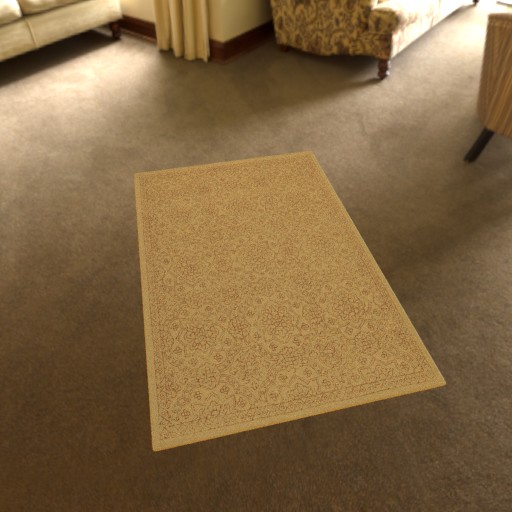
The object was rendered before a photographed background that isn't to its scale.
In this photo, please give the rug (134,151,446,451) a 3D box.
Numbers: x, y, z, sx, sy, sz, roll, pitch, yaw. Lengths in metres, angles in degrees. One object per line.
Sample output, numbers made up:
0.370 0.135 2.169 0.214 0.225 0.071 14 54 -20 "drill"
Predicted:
0.000 0.000 2.383 1.219 0.010 1.829 -9 46 -9 "rug"
